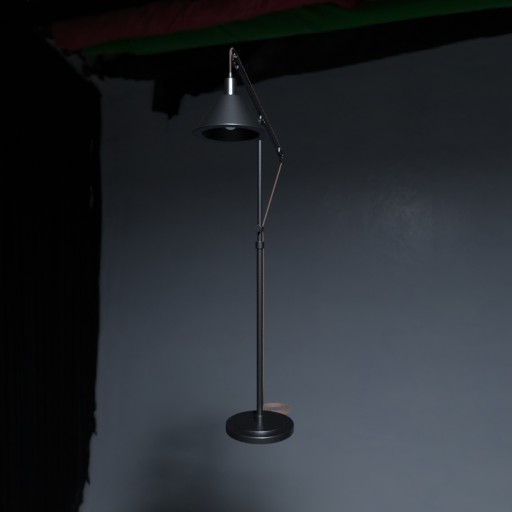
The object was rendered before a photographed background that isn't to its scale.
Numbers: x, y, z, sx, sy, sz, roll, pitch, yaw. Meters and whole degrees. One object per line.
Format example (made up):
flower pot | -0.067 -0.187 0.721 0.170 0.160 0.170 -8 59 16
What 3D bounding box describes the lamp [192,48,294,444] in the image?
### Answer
lamp | 0.000 0.000 2.003 0.319 1.626 0.904 1 2 19
